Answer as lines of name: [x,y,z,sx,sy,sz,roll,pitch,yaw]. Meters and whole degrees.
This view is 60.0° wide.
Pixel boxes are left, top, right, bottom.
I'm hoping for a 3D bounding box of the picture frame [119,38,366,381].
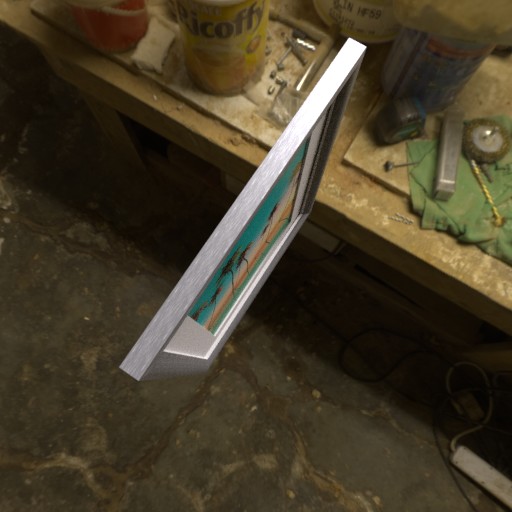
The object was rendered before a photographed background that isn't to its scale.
picture frame: [0.000,0.000,0.751,0.029,0.559,0.454,32,78,8]
